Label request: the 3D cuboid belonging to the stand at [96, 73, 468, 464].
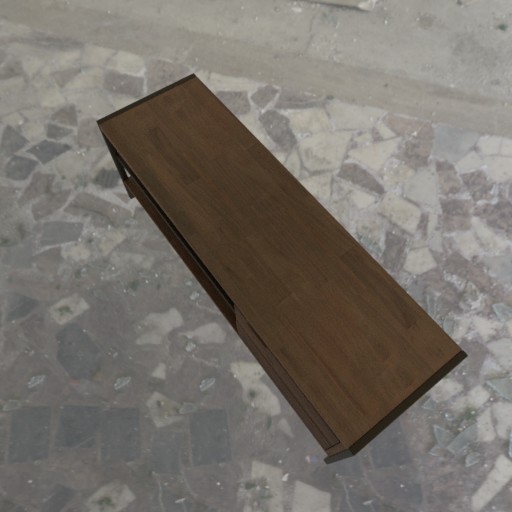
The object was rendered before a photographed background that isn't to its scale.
[{"bbox_3d":[0.000,0.000,1.732,0.454,0.506,1.480,-33,67,-16],"label":"stand"}]
